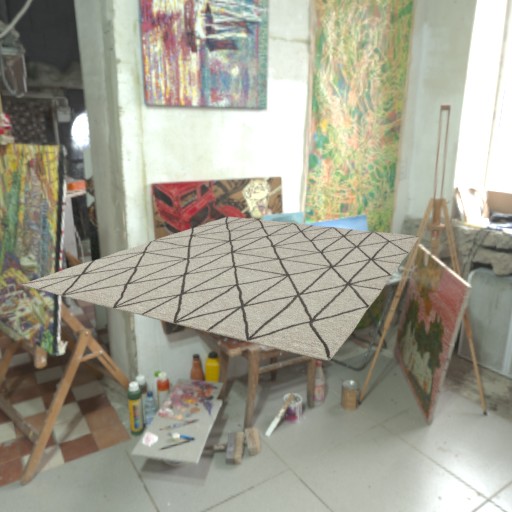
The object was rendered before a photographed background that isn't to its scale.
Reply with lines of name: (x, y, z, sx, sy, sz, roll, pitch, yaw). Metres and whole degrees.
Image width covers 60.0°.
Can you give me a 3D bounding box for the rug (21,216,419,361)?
rug: (0.000, 0.000, 4.105, 2.468, 0.022, 3.061, 8, 18, 27)
